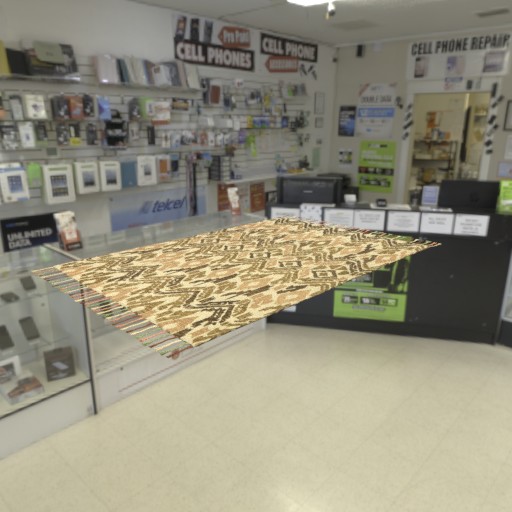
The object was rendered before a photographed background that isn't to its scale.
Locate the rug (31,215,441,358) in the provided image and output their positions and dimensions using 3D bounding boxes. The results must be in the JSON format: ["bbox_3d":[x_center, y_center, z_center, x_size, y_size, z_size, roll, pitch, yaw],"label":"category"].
[{"bbox_3d":[0.000,0.000,3.028,2.438,0.008,1.524,-16,23,-42],"label":"rug"}]
